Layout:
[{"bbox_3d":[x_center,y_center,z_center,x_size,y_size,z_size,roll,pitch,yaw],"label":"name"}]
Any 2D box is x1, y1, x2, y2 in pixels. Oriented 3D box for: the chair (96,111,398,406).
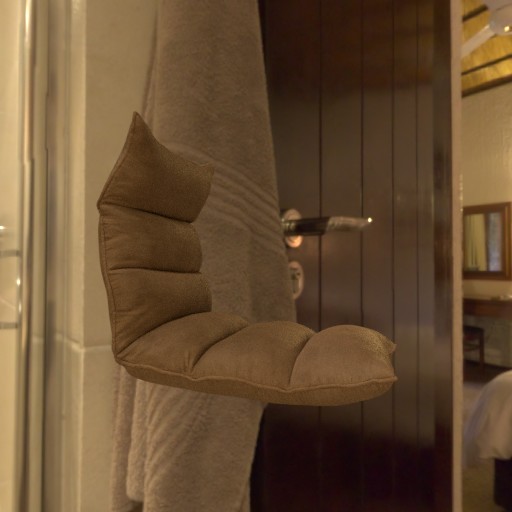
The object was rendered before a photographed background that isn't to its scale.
[{"bbox_3d":[0.000,0.000,1.617,0.985,0.892,0.714,0,-1,18],"label":"chair"}]
